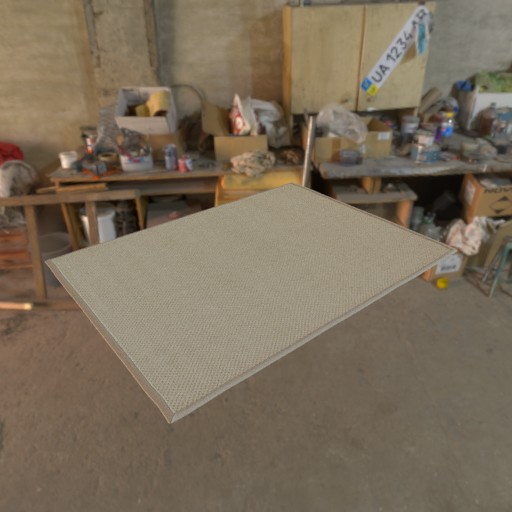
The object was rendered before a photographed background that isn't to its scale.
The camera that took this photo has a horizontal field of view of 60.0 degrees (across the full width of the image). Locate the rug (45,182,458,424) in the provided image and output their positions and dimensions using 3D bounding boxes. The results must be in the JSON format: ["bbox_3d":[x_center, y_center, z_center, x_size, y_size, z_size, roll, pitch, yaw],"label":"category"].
[{"bbox_3d":[0.000,0.000,2.741,2.081,0.020,1.525,-23,37,-33],"label":"rug"}]
